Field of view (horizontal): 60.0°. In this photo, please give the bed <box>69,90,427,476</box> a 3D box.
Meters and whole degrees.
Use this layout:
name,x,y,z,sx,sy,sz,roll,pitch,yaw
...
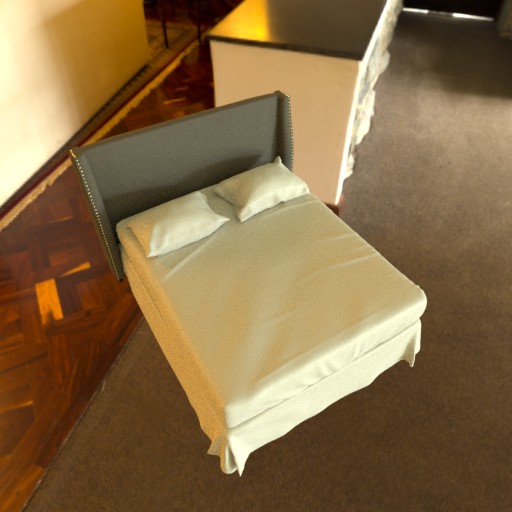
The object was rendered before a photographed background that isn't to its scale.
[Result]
name,x,y,z,sx,sy,sz,roll,pitch,yaw
bed,0.000,0.000,3.415,1.925,1.332,2.276,-23,50,-21
